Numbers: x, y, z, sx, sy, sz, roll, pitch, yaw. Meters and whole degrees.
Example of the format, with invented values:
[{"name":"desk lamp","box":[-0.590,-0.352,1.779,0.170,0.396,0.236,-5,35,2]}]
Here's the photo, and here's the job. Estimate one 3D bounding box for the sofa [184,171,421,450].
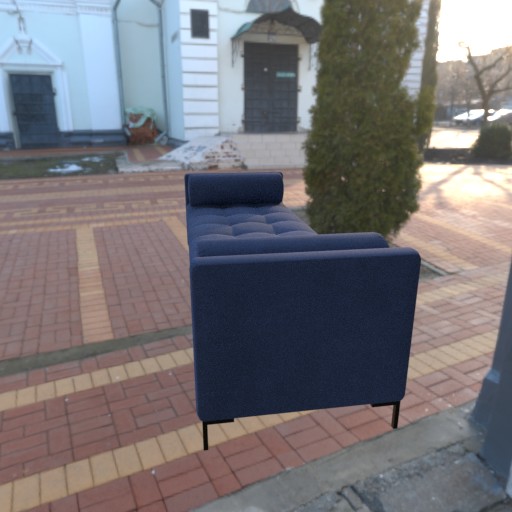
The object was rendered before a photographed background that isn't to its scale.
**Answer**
[{"name":"sofa","box":[0.000,0.000,2.274,0.686,0.635,1.981,-3,18,-9]}]
